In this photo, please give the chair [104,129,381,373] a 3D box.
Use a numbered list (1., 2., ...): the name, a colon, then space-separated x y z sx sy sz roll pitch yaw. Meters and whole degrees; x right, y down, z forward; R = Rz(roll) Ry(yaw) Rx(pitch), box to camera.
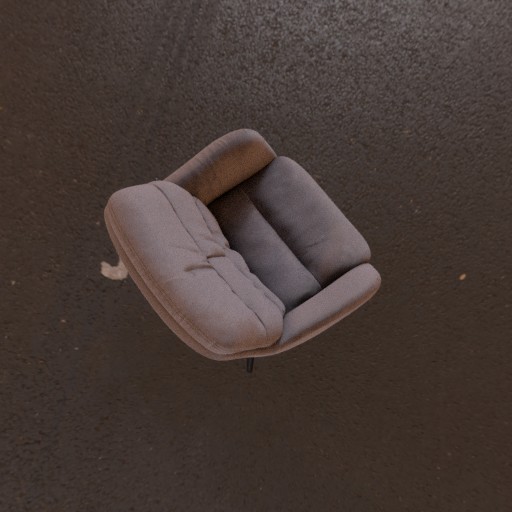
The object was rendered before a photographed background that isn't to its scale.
1. chair: 0.000 0.000 1.282 0.569 0.888 0.579 -37 78 -9
